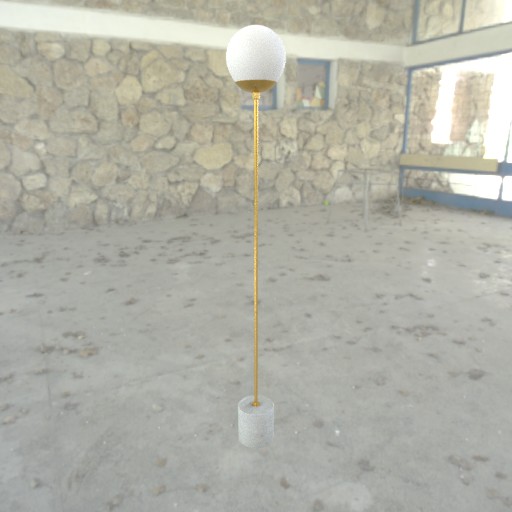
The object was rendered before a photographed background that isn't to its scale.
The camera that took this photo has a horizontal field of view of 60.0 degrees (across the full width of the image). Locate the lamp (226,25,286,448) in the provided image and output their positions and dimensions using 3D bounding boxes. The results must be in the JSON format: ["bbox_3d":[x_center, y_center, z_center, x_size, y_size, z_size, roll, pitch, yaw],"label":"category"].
[{"bbox_3d":[0.000,0.000,1.853,0.224,1.753,0.224,-7,16,-26],"label":"lamp"}]
